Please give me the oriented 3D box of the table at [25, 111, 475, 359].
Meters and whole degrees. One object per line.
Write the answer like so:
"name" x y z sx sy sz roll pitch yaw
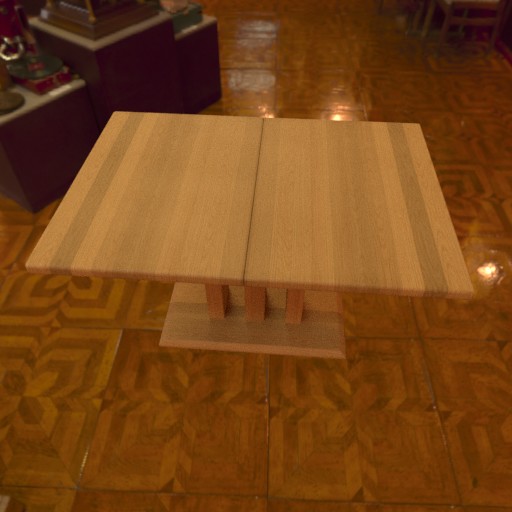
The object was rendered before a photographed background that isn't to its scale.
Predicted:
"table" 0.000 0.000 1.851 1.300 0.770 0.900 3 47 3
